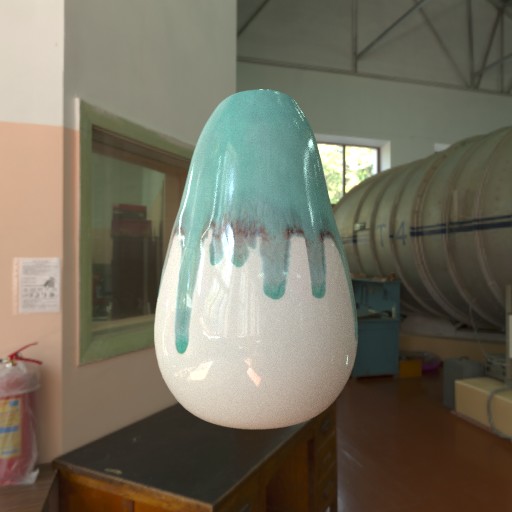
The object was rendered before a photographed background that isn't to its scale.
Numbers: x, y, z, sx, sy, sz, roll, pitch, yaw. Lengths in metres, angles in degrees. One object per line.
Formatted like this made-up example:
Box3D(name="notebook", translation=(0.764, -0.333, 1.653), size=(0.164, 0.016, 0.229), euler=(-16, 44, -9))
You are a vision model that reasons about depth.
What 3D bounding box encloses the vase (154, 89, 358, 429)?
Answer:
Box3D(name="vase", translation=(0.000, 0.000, 0.260), size=(0.116, 0.179, 0.116), euler=(0, -1, 0))
